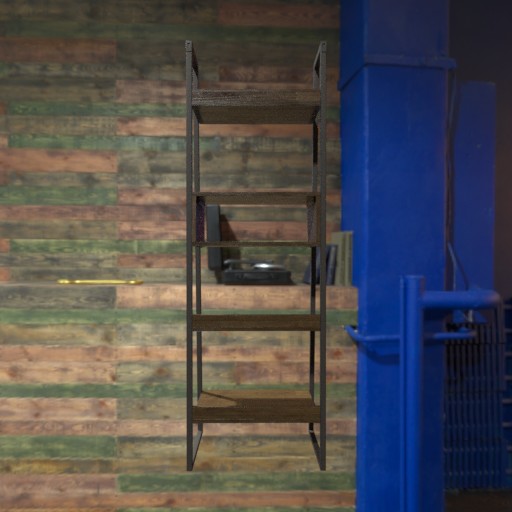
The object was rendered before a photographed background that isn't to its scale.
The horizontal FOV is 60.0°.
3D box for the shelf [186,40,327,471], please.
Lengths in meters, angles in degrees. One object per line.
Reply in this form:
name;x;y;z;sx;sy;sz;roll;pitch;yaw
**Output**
shelf;0.000;0.000;2.286;0.652;2.005;0.454;0;0;0
